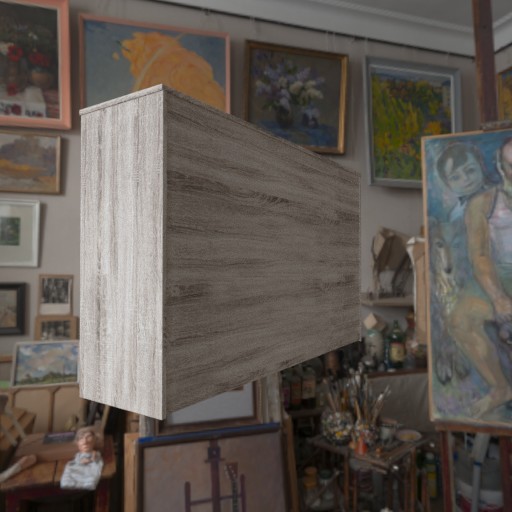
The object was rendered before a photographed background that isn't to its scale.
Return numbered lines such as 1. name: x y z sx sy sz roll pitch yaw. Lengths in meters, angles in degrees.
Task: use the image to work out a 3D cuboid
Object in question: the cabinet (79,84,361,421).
1. cabinet: 0.000 0.000 1.883 0.380 0.900 1.450 -1 -1 34
